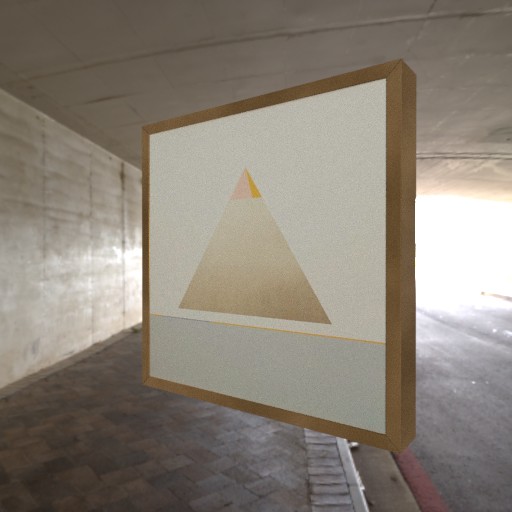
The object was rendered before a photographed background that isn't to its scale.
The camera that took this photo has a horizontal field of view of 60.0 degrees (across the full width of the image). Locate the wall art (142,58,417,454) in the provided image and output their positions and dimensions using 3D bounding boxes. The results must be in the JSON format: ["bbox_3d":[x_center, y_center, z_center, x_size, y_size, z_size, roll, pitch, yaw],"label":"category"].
[{"bbox_3d":[0.000,0.000,0.446,0.305,0.303,0.038,0,0,36],"label":"wall art"}]
